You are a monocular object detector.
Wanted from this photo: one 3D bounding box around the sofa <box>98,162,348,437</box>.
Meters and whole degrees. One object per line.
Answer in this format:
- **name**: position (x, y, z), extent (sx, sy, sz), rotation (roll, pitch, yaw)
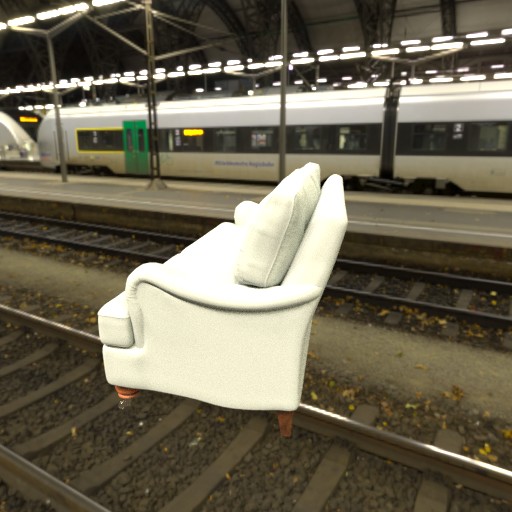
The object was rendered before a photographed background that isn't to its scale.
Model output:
- **sofa**: position (0.000, 0.000, 2.836), extent (1.069, 1.096, 2.193), rotation (3, 15, 10)
